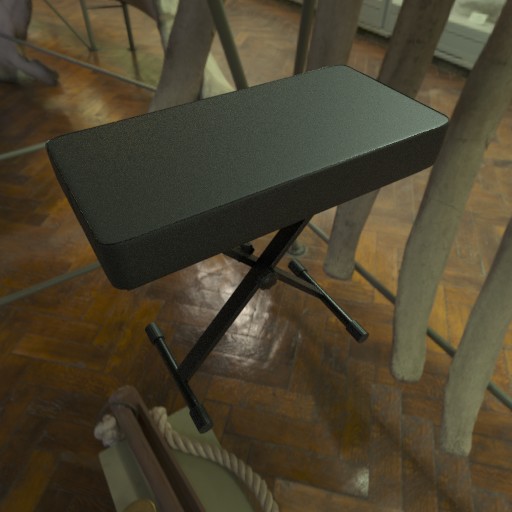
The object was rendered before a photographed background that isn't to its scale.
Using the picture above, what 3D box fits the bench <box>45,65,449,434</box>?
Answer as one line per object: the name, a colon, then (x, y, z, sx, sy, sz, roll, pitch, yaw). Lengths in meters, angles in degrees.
bench: (0.000, 0.000, 0.903, 0.600, 0.561, 0.300, -23, 49, -22)
